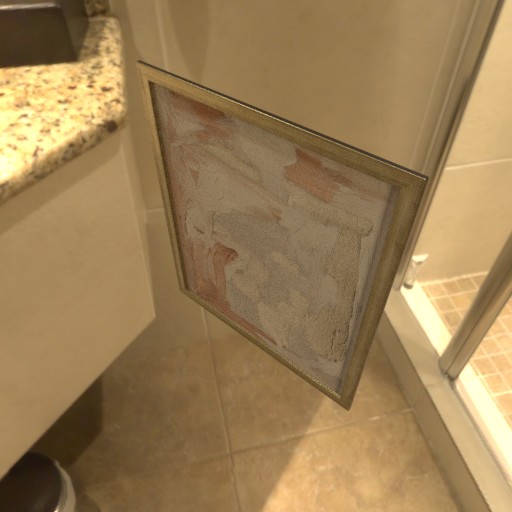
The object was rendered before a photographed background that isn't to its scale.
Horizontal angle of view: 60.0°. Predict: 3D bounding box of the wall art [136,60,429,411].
[{"bbox_3d":[0.000,0.000,0.786,0.483,0.559,0.009,31,53,26],"label":"wall art"}]
